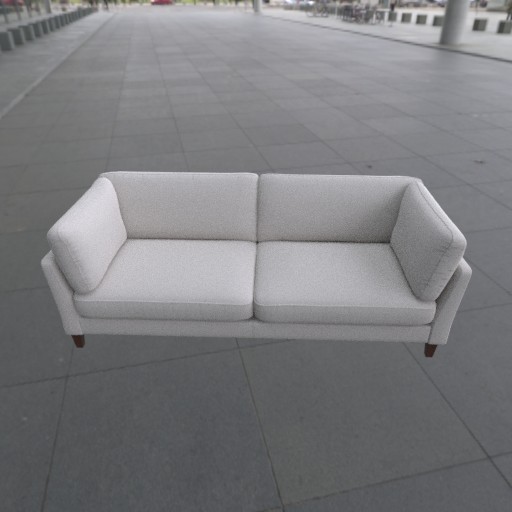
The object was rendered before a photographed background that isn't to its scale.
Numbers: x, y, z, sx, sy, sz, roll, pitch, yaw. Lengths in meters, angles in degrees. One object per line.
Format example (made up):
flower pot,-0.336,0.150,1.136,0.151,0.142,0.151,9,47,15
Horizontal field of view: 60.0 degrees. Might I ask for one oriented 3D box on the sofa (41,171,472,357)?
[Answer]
sofa,0.000,0.000,2.826,2.301,0.863,0.957,1,31,2
